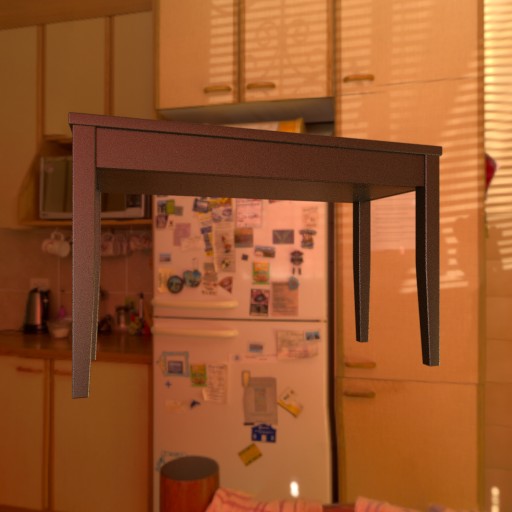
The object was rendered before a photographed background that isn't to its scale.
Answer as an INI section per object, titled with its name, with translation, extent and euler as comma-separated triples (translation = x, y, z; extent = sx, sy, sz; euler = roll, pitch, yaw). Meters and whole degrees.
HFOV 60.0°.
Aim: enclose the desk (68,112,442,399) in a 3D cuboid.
[desk]
translation = 0.000, 0.000, 1.616
extent = 1.220, 0.775, 0.508
euler = 0, 0, -18
